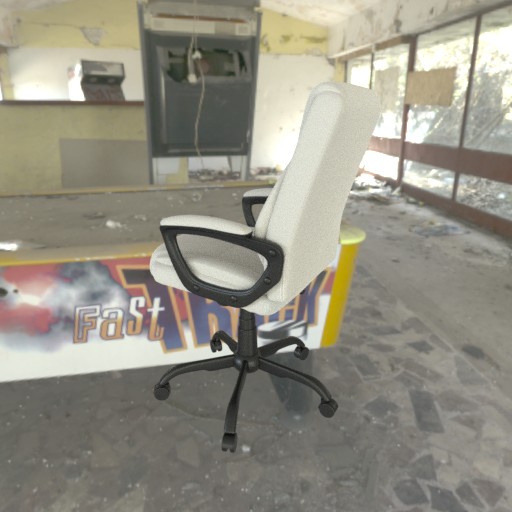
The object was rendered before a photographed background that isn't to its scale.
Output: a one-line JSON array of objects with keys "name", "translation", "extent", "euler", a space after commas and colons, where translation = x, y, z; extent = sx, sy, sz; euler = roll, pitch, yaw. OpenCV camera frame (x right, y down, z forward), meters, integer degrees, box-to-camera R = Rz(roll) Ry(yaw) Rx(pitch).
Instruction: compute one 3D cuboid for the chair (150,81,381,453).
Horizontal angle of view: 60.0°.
[{"name": "chair", "translation": [0.000, 0.000, 1.480], "extent": [0.669, 1.065, 0.663], "euler": [9, 20, 26]}]
